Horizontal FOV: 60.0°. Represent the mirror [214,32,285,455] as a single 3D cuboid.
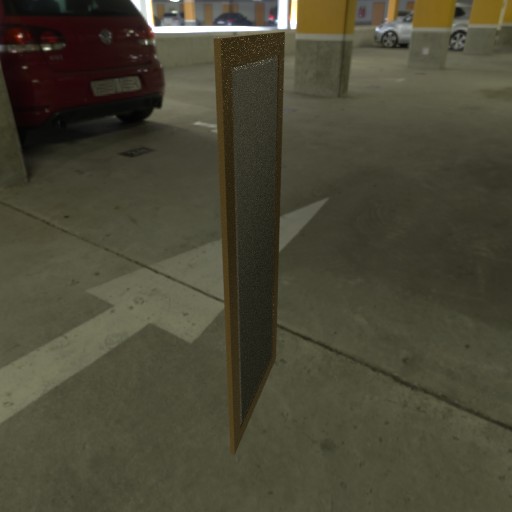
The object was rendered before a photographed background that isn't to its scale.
[{"bbox_3d":[0.000,0.000,2.271,0.025,2.031,0.812,9,29,16],"label":"mirror"}]
